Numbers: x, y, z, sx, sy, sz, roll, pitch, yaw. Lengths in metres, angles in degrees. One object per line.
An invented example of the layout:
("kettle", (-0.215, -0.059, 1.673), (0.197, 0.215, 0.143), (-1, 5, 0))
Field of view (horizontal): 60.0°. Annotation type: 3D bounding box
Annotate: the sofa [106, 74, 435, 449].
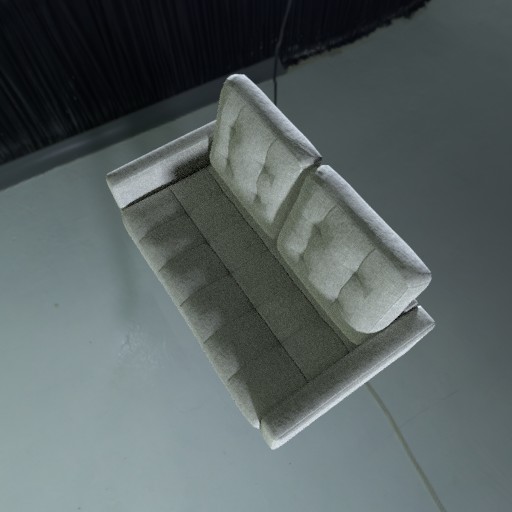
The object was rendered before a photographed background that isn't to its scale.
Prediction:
("sofa", (0.000, 0.000, 2.013), (0.842, 0.907, 1.407), (-31, 67, -15))
